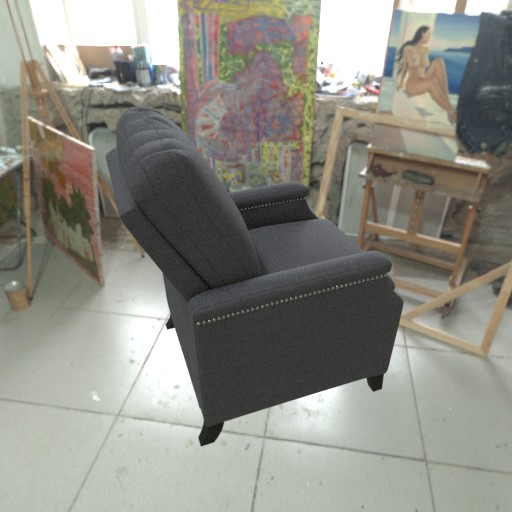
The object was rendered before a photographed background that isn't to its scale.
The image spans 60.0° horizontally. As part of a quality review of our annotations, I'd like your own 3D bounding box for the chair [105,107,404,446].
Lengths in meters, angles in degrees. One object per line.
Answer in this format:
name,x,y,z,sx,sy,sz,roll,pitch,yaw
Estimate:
chair,0.000,0.000,1.655,0.922,1.049,0.710,-11,34,-17
